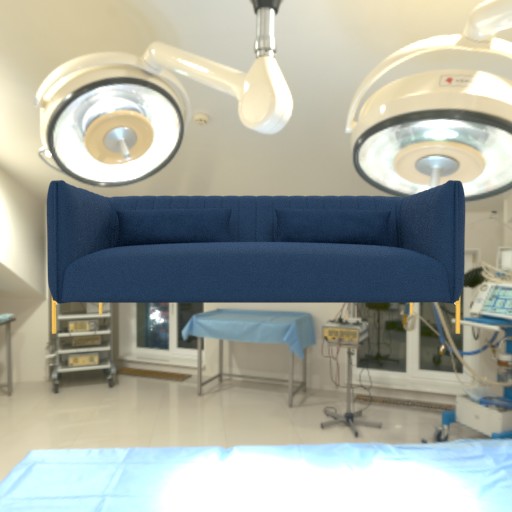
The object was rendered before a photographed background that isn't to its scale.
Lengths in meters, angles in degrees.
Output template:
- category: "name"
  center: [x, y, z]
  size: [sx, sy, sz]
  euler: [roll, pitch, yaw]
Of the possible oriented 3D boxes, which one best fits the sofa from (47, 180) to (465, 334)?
- category: "sofa"
  center: [0.000, 0.000, 2.605]
  size: [2.136, 0.793, 0.896]
  euler: [0, 1, 0]
